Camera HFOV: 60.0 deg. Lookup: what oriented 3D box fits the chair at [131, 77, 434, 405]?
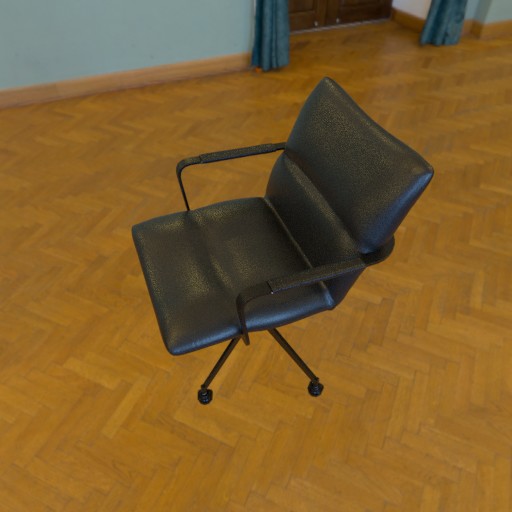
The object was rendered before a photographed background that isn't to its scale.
[{"bbox_3d":[0.000,0.000,1.506,0.748,0.922,0.719,-16,48,-15],"label":"chair"}]
